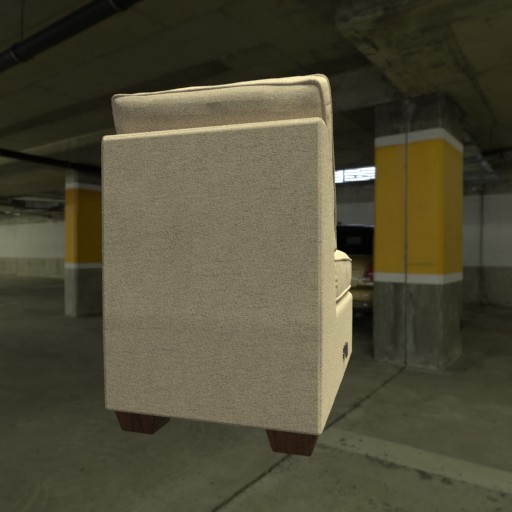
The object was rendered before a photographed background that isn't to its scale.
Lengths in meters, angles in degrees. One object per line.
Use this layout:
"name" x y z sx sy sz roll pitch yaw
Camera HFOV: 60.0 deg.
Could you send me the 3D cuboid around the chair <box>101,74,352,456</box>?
"chair" 0.000 0.000 1.560 0.621 0.970 0.938 0 1 17
